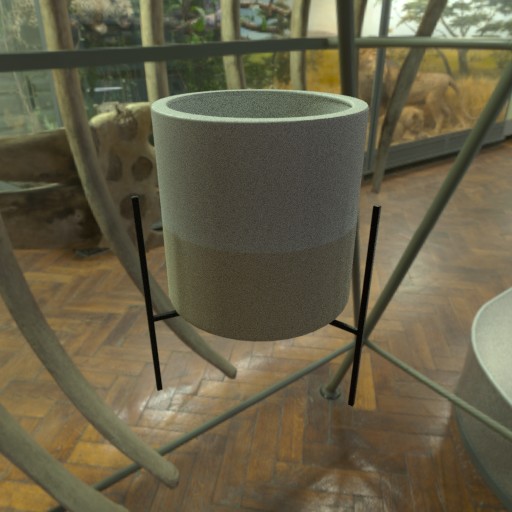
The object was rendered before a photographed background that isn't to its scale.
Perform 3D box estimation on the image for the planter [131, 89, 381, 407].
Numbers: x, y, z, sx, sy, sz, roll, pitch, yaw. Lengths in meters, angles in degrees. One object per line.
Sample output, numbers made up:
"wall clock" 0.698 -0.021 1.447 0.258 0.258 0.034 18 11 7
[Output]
"planter" 0.000 0.000 0.552 0.267 0.362 0.263 -18 32 -31
